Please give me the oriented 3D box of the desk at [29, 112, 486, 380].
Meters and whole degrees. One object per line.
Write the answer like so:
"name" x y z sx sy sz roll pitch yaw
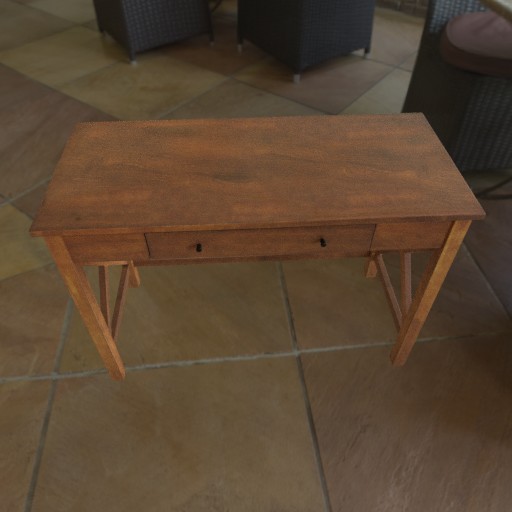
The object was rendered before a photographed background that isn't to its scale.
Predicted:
"desk" 0.000 0.000 1.529 1.117 0.762 0.508 -2 46 -2
